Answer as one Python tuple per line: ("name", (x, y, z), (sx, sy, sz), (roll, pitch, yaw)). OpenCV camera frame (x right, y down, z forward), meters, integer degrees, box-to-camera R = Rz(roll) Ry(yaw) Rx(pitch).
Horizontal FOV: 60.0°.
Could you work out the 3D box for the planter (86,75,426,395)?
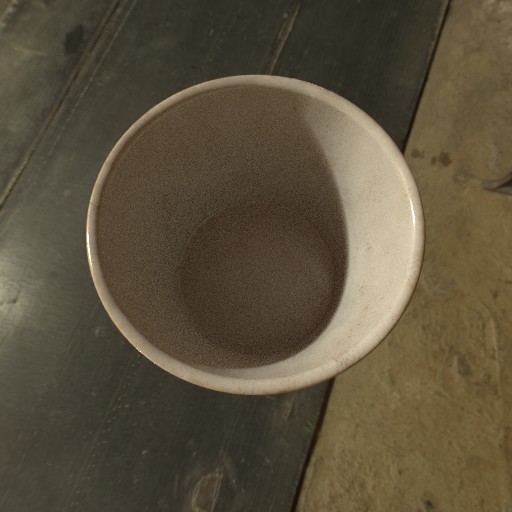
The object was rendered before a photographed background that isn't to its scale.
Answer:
("planter", (0.000, 0.000, 0.215), (0.126, 0.104, 0.126), (0, 74, 0))
